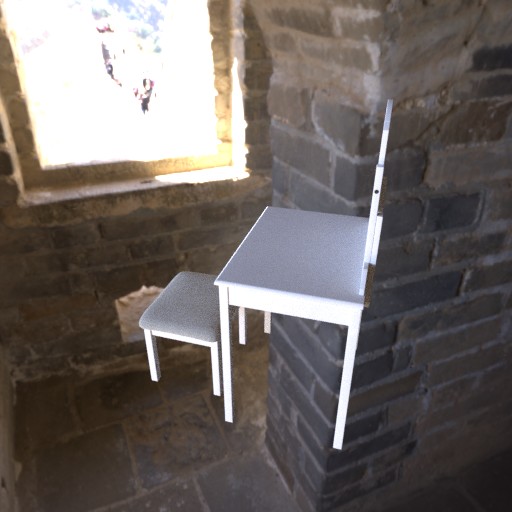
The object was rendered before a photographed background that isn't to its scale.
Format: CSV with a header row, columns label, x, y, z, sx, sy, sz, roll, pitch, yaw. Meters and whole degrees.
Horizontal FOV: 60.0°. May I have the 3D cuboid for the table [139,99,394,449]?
label,x,y,z,sx,sy,sz,roll,pitch,yaw
table,0.000,0.000,2.338,1.211,1.631,0.876,8,30,14
